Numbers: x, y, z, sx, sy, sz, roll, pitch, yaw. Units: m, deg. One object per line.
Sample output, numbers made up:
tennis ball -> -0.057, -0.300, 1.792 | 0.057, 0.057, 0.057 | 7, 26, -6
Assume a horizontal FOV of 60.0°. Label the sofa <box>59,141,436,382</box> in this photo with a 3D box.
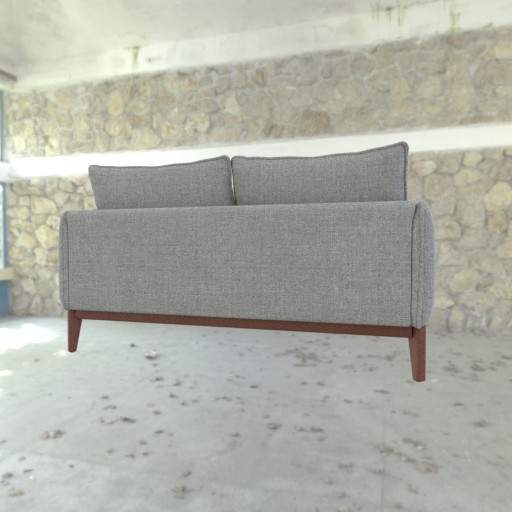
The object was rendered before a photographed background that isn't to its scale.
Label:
sofa -> 0.000, 0.000, 2.161 | 1.580, 0.851, 0.972 | 0, 1, 17
